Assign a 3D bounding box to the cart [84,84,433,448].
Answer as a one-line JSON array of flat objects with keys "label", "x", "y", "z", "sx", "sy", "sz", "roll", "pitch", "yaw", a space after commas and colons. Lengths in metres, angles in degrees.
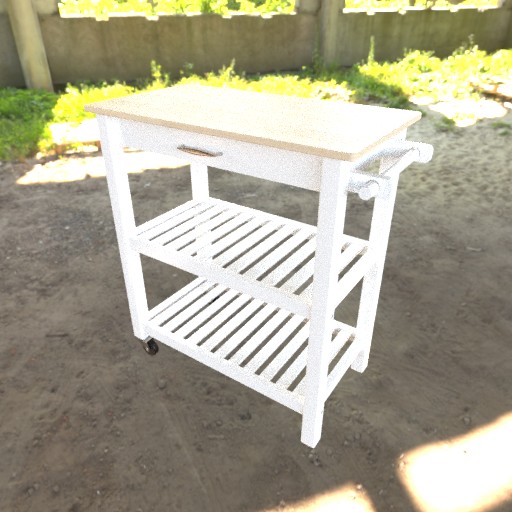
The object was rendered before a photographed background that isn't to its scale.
[{"label": "cart", "x": 0.000, "y": 0.000, "z": 1.449, "sx": 0.899, "sy": 0.927, "sz": 0.457, "roll": 19, "pitch": 35, "yaw": 29}]
